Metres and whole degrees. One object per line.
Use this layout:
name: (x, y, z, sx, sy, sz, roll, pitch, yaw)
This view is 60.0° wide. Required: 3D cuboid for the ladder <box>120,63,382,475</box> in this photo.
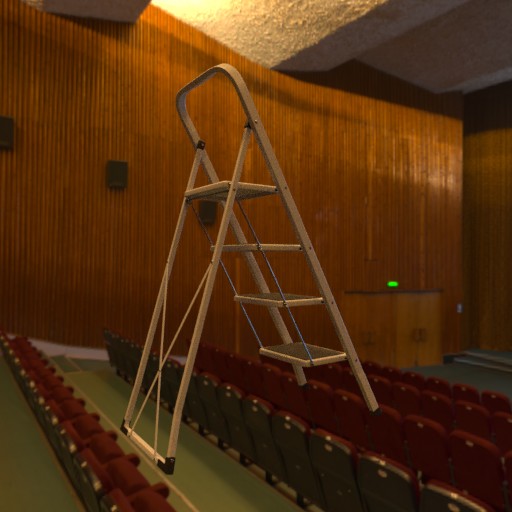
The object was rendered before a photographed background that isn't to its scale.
ladder: (0.000, 0.000, 1.697, 0.914, 1.265, 0.460, 0, 0, -35)
